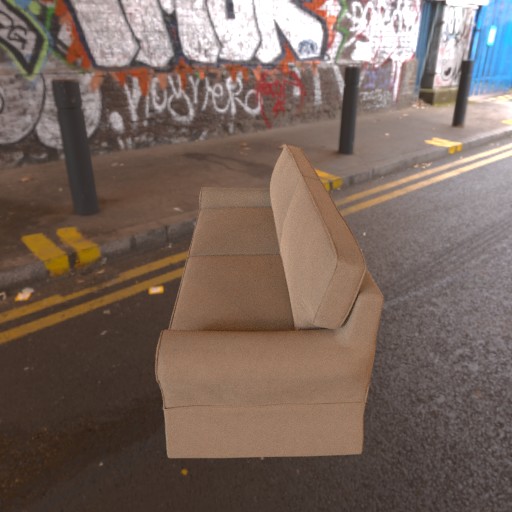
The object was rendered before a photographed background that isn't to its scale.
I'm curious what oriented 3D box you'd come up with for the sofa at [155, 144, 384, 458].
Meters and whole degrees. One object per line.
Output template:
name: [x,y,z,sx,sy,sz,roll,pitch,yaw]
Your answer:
sofa: [0.000,0.000,2.715,0.900,1.014,2.246,-1,25,-2]
